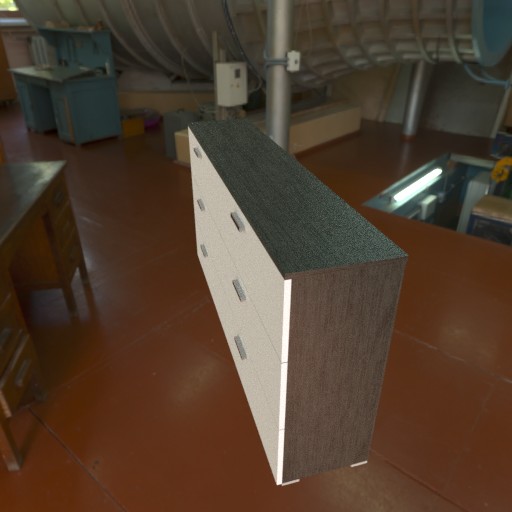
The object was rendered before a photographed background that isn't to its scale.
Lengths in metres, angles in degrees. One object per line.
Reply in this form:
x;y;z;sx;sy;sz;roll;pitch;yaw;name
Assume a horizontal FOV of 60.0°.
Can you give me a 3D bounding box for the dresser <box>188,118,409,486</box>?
0.000;0.000;1.870;0.333;0.790;1.535;-8;31;-14;dresser
